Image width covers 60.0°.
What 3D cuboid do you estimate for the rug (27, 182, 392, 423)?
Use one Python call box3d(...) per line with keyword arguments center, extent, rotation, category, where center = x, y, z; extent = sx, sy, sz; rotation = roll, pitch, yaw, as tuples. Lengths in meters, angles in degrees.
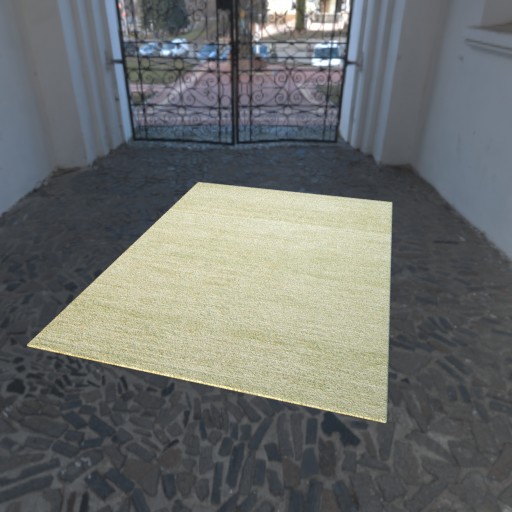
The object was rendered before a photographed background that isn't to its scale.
box3d(center=(0.000, 0.000, 4.130), extent=(2.425, 0.016, 3.198), rotation=(8, 32, 13), category="rug")
